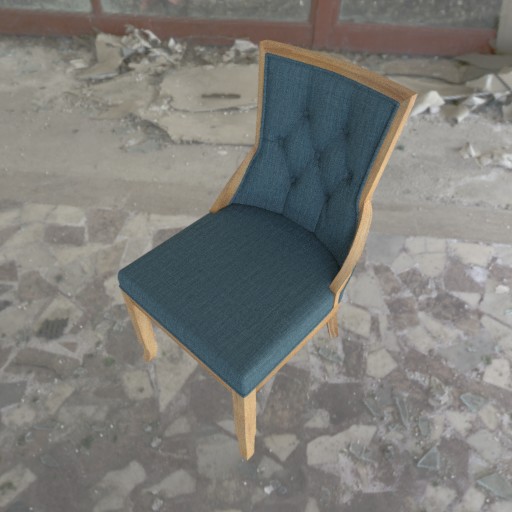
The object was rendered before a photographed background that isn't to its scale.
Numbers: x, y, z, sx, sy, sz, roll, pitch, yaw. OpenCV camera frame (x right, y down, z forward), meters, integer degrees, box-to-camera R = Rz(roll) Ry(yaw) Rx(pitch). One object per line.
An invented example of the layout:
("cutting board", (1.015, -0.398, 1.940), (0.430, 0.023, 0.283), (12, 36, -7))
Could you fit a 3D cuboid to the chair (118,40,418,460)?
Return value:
("chair", (0.000, 0.000, 1.294), (0.524, 0.947, 0.641), (34, 55, 28))
